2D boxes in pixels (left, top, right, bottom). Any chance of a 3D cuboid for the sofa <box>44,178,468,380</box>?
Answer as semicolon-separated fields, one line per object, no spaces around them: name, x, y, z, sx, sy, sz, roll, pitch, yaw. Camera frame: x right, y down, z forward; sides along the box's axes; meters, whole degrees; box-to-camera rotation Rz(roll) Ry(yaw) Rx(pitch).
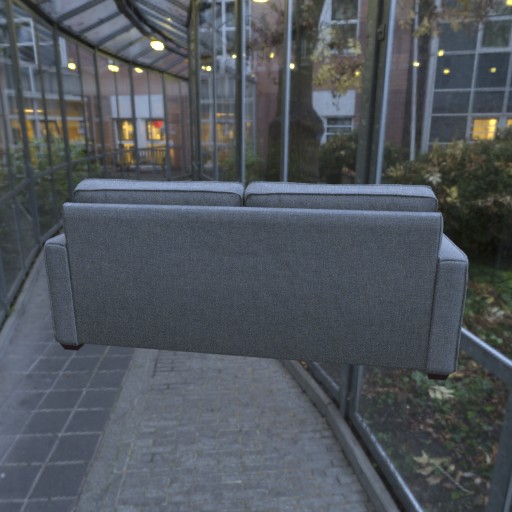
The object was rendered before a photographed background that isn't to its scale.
sofa;0.000;0.000;2.562;2.078;0.918;0.945;2;16;9
